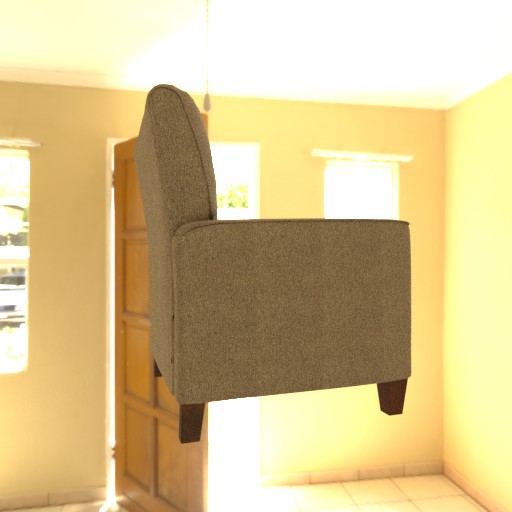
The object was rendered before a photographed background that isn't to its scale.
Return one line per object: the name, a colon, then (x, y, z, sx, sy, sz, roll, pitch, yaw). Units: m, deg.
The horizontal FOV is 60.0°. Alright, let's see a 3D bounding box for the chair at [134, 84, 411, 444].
chair: (0.000, 0.000, 1.669, 0.858, 1.028, 0.841, 0, 0, -19)
